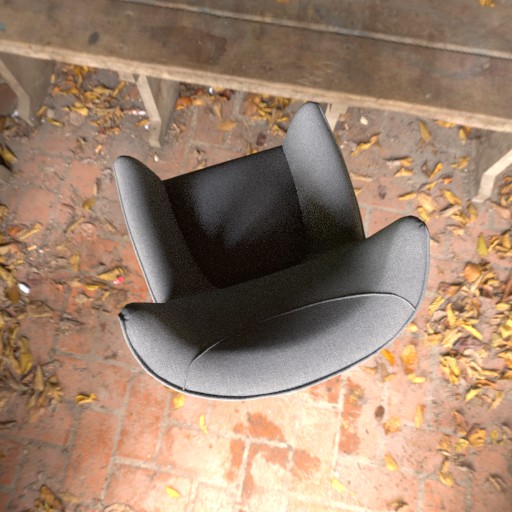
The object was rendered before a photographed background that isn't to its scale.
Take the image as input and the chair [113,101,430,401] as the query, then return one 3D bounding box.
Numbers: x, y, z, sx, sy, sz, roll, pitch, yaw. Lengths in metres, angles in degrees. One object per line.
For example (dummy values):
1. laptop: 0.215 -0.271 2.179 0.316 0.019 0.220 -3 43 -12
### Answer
1. chair: 0.000 0.000 1.541 0.781 0.933 0.888 -18 76 -4
